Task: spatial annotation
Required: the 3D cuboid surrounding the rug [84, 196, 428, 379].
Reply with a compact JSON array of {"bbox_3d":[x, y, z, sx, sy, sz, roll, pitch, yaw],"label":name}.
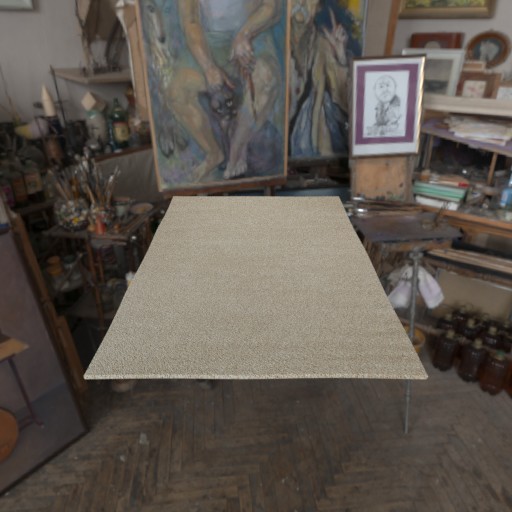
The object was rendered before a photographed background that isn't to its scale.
[{"bbox_3d":[0.000,0.000,2.978,1.500,0.025,2.346,0,27,0],"label":"rug"}]
